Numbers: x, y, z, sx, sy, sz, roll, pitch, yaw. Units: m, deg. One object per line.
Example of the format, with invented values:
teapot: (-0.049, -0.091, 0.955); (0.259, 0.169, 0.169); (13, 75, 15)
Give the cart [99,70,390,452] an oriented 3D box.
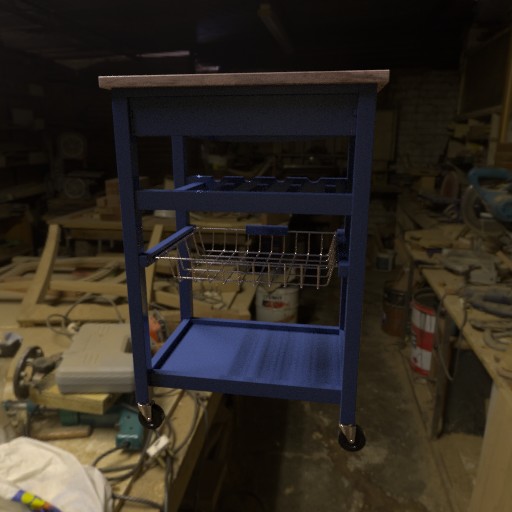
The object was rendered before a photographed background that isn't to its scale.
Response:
cart: (0.000, 0.000, 1.158); (0.584, 0.839, 0.403); (3, 15, 9)
